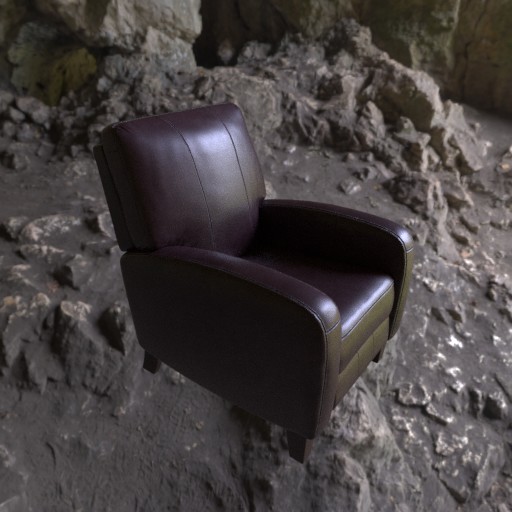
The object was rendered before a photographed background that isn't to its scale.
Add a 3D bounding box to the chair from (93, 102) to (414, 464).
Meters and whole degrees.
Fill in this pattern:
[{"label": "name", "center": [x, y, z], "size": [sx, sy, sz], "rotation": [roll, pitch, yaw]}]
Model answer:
[{"label": "chair", "center": [0.000, 0.000, 1.672], "size": [0.990, 0.990, 0.762], "rotation": [19, 32, 32]}]
